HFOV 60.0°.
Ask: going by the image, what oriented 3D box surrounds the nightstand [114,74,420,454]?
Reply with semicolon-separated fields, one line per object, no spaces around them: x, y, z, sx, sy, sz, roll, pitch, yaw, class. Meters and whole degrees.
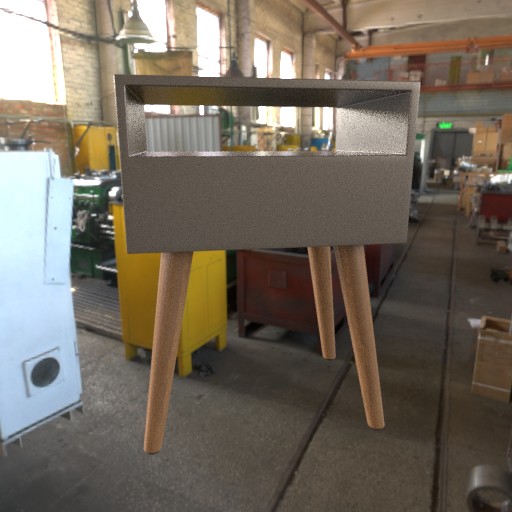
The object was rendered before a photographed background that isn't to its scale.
0.000;0.000;0.725;0.370;0.508;0.288;-2;15;-9;nightstand
